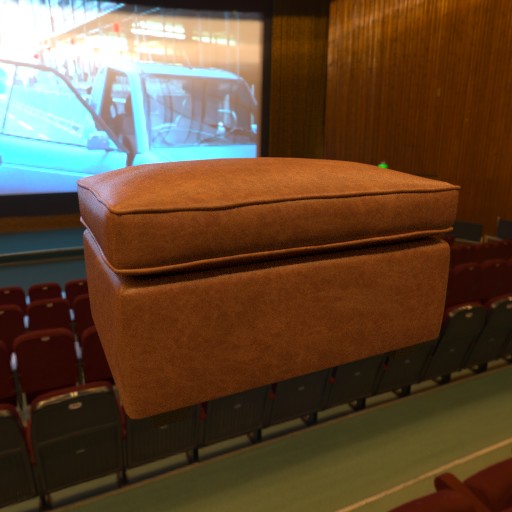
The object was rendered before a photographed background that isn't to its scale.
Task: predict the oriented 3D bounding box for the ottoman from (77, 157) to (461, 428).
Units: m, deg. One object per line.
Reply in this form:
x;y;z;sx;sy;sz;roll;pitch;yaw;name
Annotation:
0.000;0.000;1.083;0.756;0.468;0.554;-7;17;-25;ottoman
